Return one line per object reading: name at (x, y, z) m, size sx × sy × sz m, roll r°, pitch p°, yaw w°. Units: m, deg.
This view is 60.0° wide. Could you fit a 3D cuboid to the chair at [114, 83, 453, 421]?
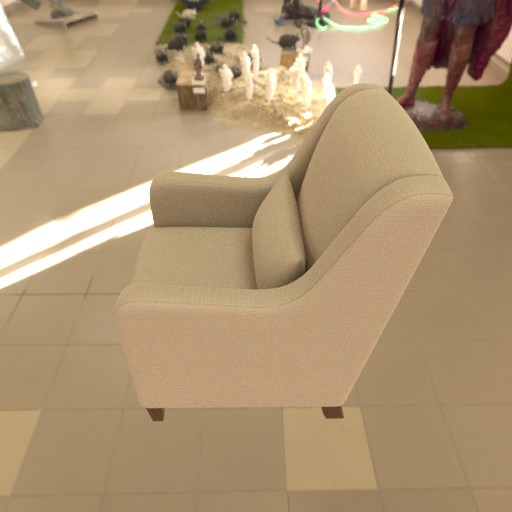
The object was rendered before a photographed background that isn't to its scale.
chair at (0.000, 0.000, 1.567) m, size 0.896 × 1.017 × 0.715 m, roll -1°, pitch 41°, yaw -1°
